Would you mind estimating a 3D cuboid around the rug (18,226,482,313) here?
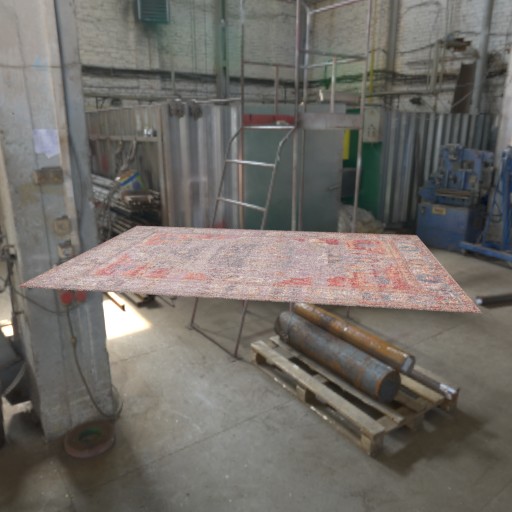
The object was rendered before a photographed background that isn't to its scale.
[{"bbox_3d":[0.000,0.000,2.299,1.829,0.005,1.219,2,16,8],"label":"rug"}]
